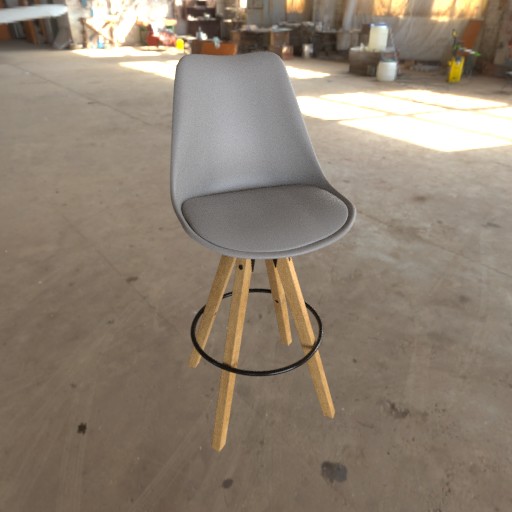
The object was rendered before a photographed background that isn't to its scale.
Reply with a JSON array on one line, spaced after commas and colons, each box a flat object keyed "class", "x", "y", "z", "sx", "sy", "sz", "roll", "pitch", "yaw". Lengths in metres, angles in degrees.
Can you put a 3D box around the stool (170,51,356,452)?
[{"class": "stool", "x": 0.000, "y": 0.000, "z": 1.387, "sx": 0.485, "sy": 1.115, "sz": 0.550, "roll": -10, "pitch": 32, "yaw": -16}]
